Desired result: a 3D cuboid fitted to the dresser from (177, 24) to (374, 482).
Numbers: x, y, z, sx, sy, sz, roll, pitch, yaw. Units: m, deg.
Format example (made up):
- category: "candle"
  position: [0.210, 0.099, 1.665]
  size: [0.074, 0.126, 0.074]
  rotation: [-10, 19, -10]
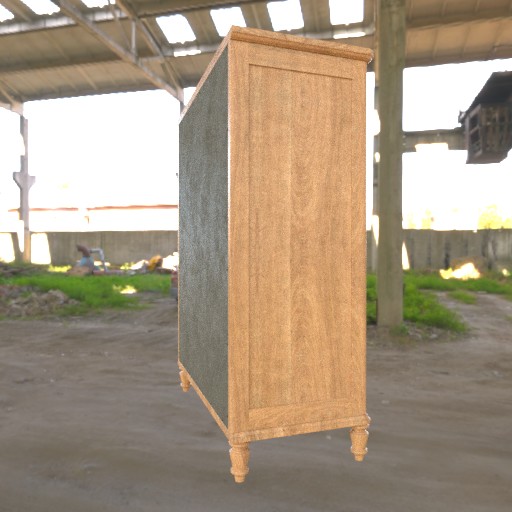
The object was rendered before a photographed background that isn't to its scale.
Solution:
- category: "dresser"
  position: [0.000, 0.000, 1.796]
  size: [0.484, 1.318, 0.973]
  rotation: [0, 1, -19]
